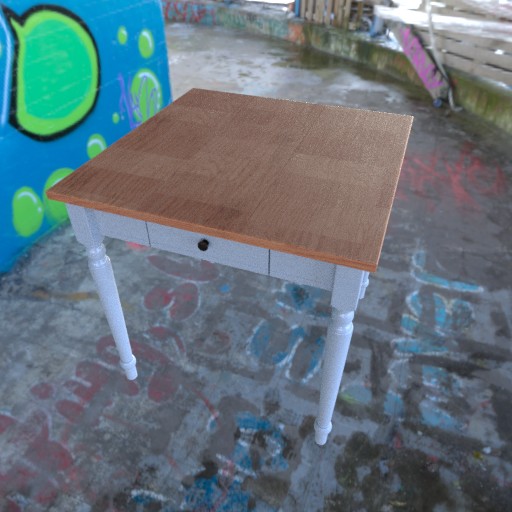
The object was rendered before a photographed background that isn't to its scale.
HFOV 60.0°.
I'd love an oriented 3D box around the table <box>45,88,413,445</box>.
[{"bbox_3d":[0.000,0.000,1.410,0.747,0.738,0.747,13,41,16],"label":"table"}]
